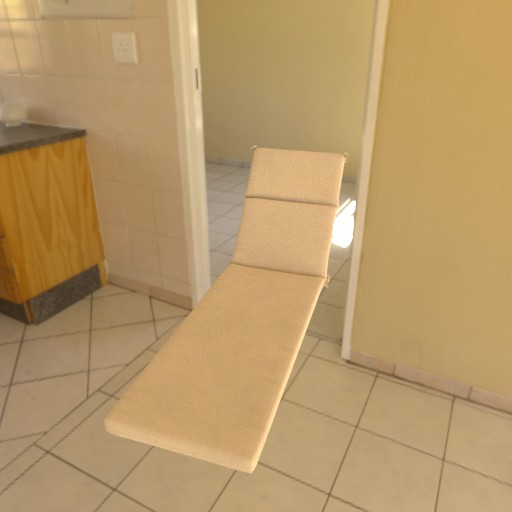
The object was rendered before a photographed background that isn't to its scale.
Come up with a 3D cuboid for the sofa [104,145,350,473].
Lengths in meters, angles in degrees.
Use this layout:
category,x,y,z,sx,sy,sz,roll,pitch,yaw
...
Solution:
category,x,y,z,sx,sy,sz,roll,pitch,yaw
sofa,0.000,0.000,1.961,0.582,0.622,1.663,8,28,16
